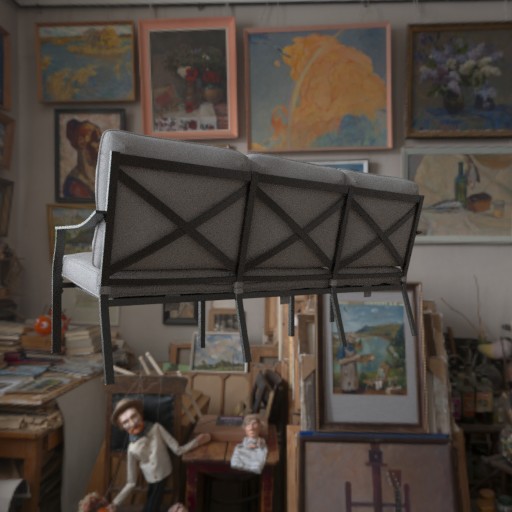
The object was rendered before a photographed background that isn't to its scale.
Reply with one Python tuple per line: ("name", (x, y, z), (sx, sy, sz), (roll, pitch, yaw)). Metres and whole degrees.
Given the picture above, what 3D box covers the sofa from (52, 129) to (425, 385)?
("sofa", (0.000, 0.000, 2.193), (1.740, 0.860, 0.787), (0, -1, -35))
